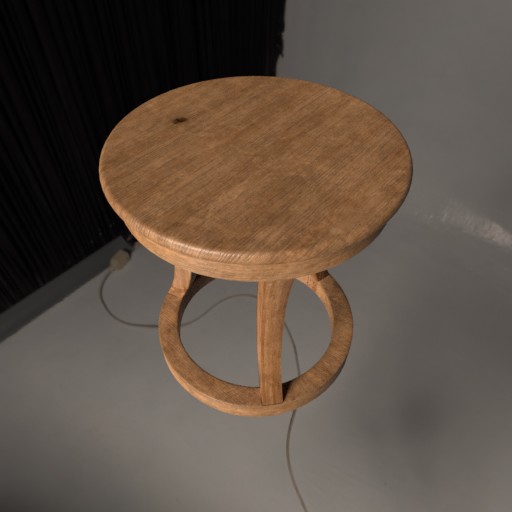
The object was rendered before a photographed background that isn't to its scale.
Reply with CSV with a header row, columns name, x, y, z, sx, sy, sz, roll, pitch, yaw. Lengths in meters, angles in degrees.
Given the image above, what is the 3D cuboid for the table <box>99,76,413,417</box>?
name,x,y,z,sx,sy,sz,roll,pitch,yaw
table,0.000,0.000,0.789,0.432,0.460,0.432,0,47,0
